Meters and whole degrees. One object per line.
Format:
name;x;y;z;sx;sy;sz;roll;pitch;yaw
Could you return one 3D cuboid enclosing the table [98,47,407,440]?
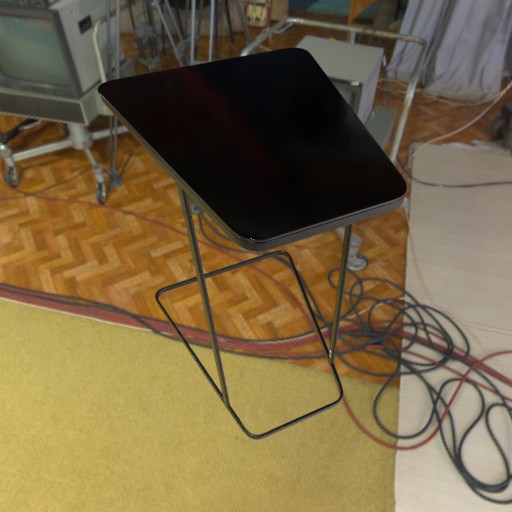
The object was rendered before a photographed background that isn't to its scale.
table;0.000;0.000;0.941;0.427;0.624;0.500;-18;49;-16
